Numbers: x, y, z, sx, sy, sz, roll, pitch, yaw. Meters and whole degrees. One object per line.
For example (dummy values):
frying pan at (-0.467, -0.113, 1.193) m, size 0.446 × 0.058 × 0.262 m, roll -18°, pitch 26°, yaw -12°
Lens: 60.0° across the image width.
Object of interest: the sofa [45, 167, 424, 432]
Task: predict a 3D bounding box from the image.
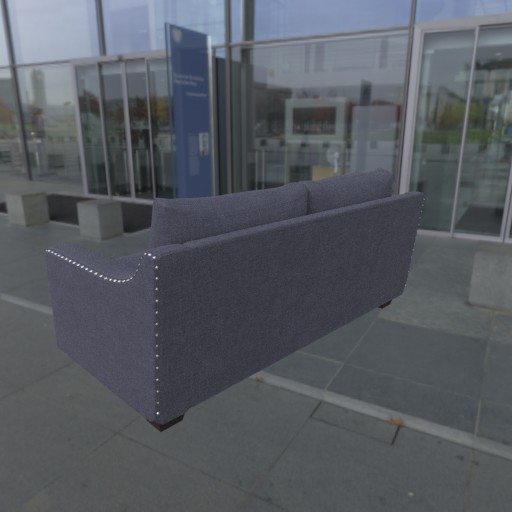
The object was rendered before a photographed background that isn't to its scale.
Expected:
sofa at (0.000, 0.000, 3.276) m, size 1.336 × 1.196 × 2.550 m, roll 16°, pitch 23°, yaw 43°
